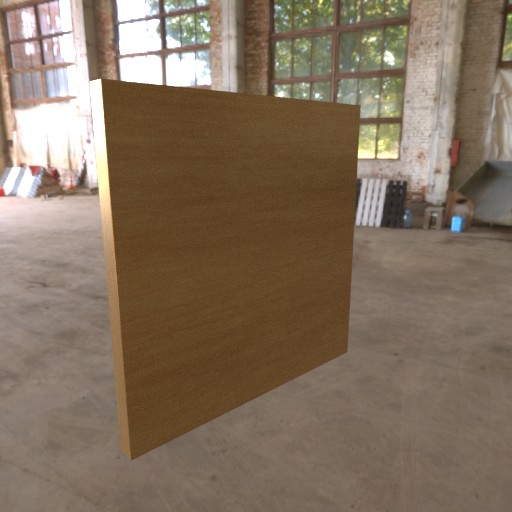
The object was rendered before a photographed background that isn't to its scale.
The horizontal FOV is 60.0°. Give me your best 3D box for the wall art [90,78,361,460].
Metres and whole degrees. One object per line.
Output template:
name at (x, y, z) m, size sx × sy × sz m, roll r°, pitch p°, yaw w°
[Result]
wall art at (0.000, 0.000, 0.443) m, size 0.302 × 0.302 × 0.019 m, roll -12°, pitch 18°, yaw -41°
